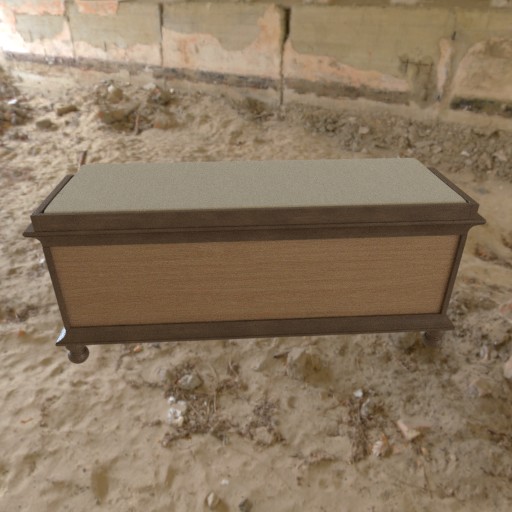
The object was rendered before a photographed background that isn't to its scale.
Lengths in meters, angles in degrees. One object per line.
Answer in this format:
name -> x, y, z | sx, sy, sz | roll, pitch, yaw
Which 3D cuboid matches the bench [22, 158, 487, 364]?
bench -> 0.000, 0.000, 1.402 | 1.185, 0.501, 0.402 | -2, 30, -3
